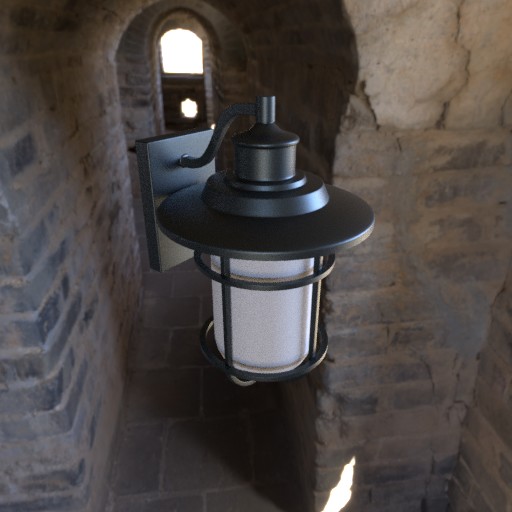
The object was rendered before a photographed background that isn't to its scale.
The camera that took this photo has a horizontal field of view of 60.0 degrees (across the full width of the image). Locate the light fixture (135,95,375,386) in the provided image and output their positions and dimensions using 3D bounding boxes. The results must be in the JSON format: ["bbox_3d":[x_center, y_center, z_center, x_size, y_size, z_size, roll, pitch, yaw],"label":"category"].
[{"bbox_3d":[0.000,0.000,0.503,0.252,0.345,0.222,18,31,33],"label":"light fixture"}]
